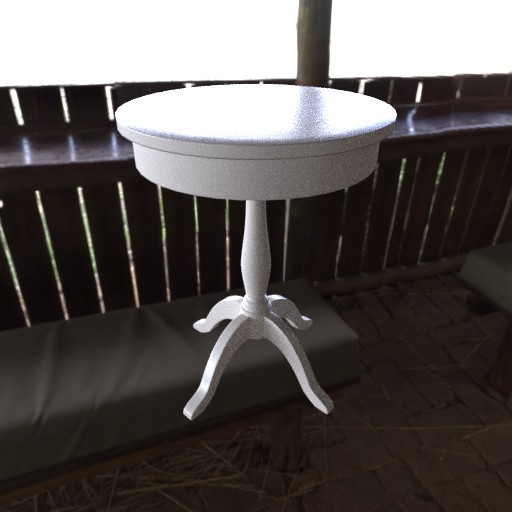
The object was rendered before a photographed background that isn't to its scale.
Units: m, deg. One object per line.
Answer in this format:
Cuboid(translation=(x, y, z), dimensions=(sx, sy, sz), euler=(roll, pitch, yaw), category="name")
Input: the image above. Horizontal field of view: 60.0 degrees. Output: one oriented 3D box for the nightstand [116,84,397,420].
Cuboid(translation=(0.000, 0.000, 1.000), dimensions=(0.513, 0.653, 0.513), euler=(-22, 36, -33), category="nightstand")
